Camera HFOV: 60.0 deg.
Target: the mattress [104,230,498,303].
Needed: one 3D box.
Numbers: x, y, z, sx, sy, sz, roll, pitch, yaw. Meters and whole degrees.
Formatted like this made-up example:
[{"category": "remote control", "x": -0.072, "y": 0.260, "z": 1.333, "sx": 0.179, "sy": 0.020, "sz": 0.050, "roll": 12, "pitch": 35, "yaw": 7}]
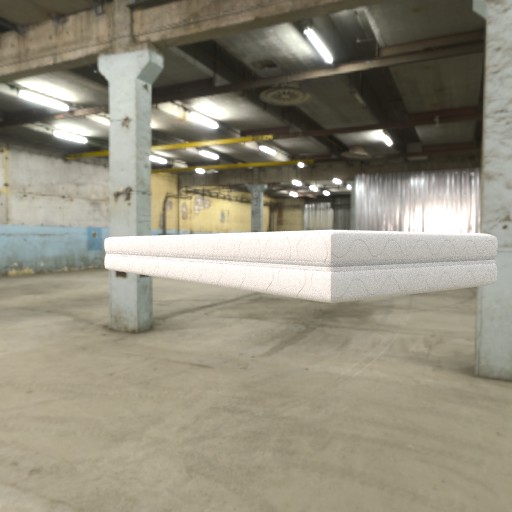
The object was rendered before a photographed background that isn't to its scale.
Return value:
[{"category": "mattress", "x": 0.000, "y": 0.000, "z": 2.189, "sx": 0.900, "sy": 0.200, "sz": 1.900, "roll": -1, "pitch": 2, "yaw": -36}]
